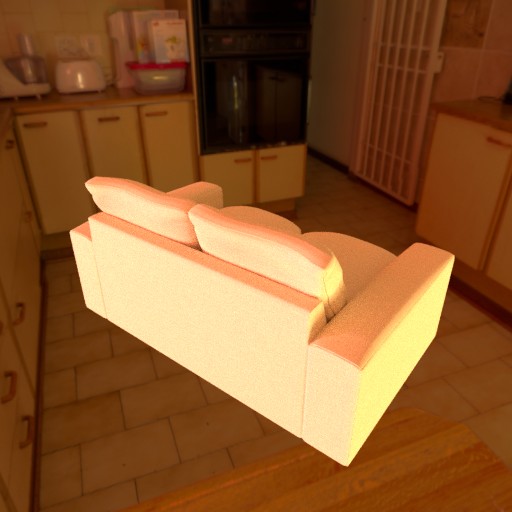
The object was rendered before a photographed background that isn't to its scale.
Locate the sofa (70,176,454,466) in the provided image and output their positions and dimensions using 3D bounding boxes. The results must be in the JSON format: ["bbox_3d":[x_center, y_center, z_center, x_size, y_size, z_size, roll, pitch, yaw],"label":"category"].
[{"bbox_3d":[0.000,0.000,2.371,1.754,0.875,1.091,21,35,33],"label":"sofa"}]
